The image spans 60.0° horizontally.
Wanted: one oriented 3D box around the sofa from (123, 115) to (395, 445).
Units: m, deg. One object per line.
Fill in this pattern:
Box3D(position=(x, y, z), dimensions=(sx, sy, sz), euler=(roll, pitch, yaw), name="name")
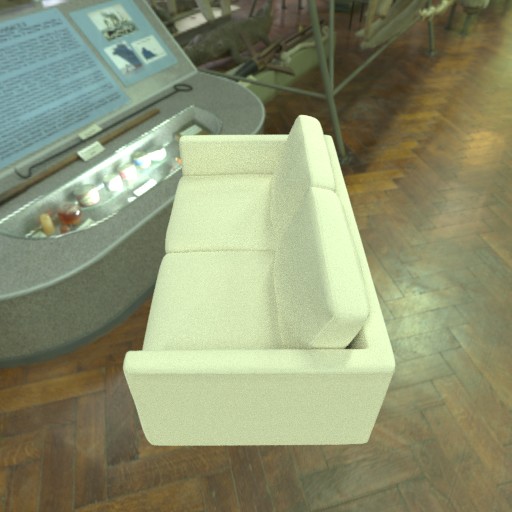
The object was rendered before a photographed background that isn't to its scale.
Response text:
Box3D(position=(0.000, 0.000, 2.270), dimensions=(0.964, 0.888, 1.702), euler=(0, 42, 0), name="sofa")
